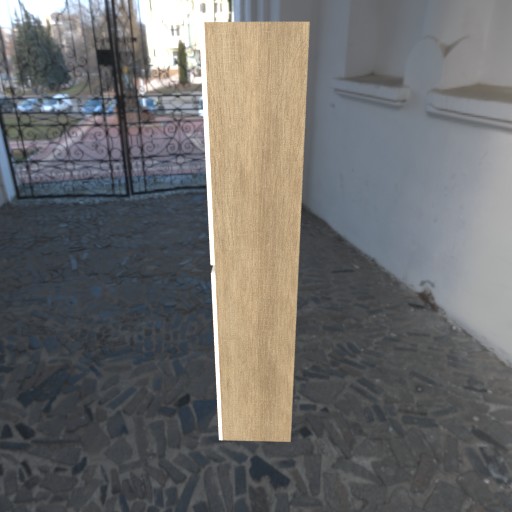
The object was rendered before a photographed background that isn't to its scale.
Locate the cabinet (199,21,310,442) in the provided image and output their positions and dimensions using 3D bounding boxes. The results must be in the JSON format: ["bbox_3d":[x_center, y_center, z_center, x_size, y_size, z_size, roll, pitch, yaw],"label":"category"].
[{"bbox_3d":[0.000,0.000,1.513,0.270,1.400,0.300,1,25,2],"label":"cabinet"}]
